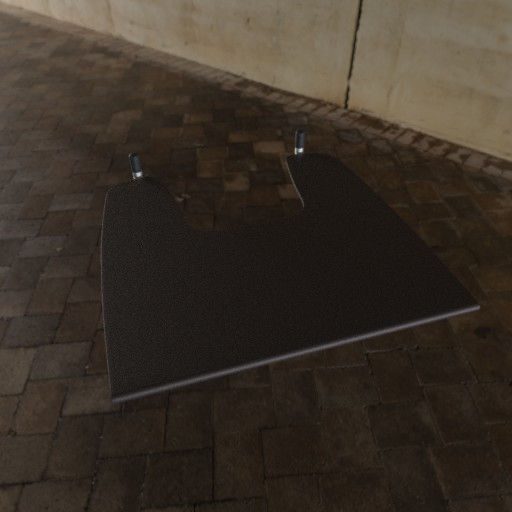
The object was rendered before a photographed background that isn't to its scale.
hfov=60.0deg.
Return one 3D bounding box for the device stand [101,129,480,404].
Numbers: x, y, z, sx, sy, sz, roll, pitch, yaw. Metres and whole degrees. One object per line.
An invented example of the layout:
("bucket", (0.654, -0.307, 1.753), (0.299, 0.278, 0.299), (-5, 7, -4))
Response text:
("device stand", (0.000, 0.000, 0.354), (0.230, 0.092, 0.230), (-11, 42, -13))
